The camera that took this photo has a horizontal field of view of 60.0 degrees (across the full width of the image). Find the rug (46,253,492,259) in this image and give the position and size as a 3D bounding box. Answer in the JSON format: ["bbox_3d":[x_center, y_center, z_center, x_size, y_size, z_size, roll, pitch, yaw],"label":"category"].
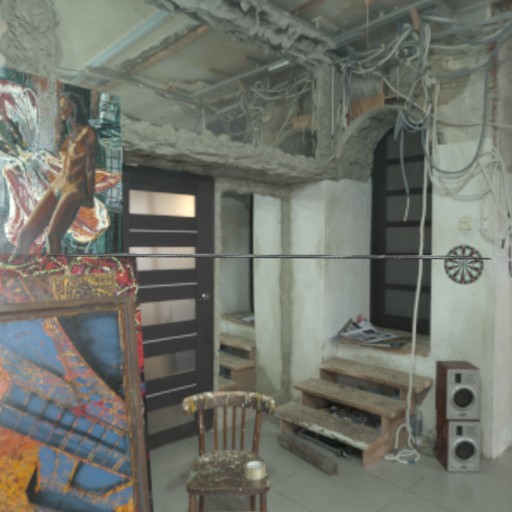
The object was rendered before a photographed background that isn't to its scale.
[{"bbox_3d":[0.000,0.000,2.682,2.434,0.012,0.760,0,1,17],"label":"rug"}]
